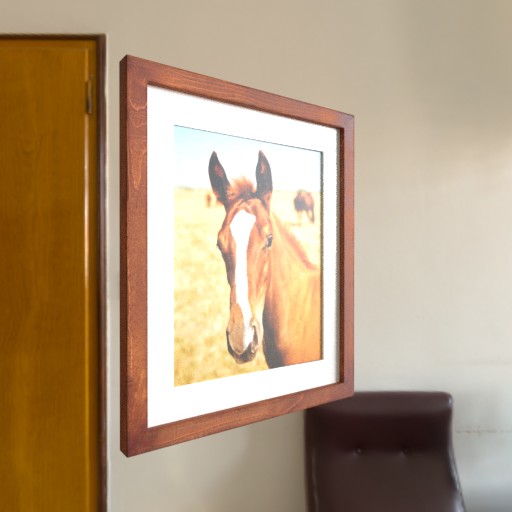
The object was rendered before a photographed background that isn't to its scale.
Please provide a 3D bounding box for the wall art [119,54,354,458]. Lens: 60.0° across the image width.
[{"bbox_3d":[0.000,0.000,0.758,0.462,0.558,0.030,0,0,-36],"label":"wall art"}]
